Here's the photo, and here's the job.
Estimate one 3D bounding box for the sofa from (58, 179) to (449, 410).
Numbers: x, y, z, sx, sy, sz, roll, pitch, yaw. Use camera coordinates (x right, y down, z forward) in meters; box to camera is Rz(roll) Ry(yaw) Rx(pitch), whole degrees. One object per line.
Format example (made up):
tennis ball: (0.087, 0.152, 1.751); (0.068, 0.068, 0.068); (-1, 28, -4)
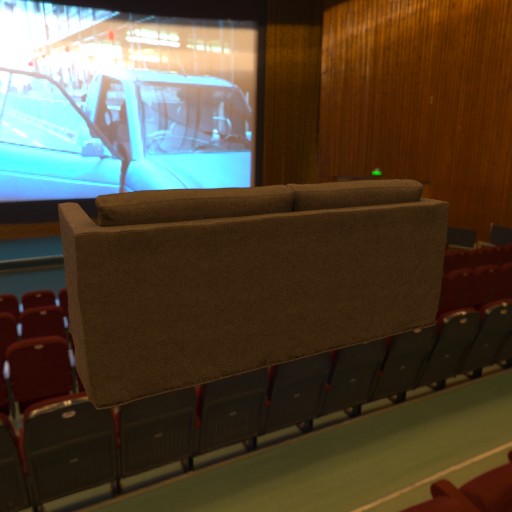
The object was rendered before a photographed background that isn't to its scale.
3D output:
sofa: (0.000, 0.000, 2.492); (1.982, 0.855, 0.953); (-7, 16, -26)
